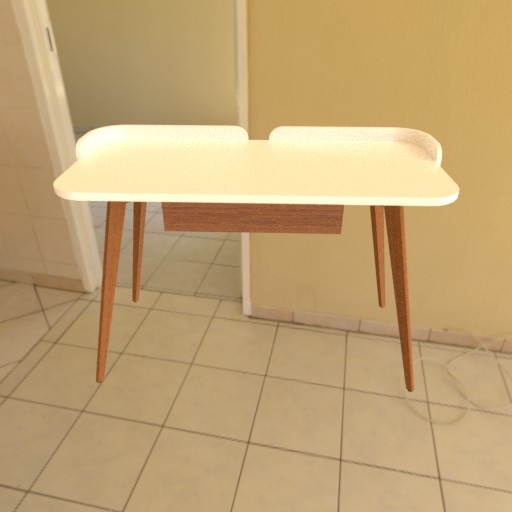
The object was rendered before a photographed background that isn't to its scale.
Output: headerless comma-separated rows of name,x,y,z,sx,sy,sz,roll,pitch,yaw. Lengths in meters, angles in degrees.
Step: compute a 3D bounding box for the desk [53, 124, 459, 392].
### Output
desk,0.000,0.000,1.626,1.206,0.807,0.534,1,31,2
